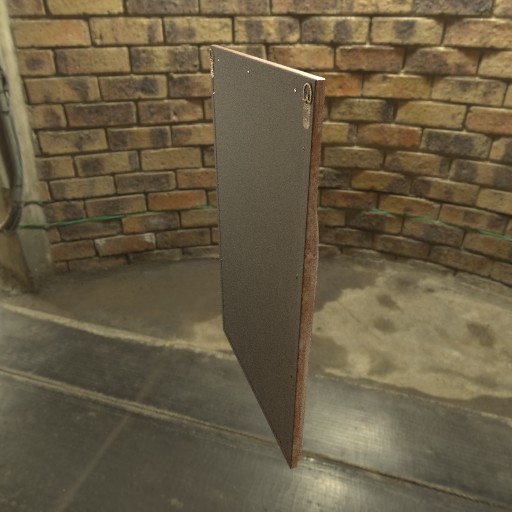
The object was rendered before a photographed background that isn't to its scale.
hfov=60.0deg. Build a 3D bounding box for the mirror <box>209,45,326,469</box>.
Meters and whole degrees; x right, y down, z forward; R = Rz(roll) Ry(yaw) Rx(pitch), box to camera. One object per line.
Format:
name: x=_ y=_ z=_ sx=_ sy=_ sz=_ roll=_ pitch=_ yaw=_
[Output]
mirror: x=0.000 y=0.000 z=0.957 sx=0.058 sy=0.787 sz=0.495 roll=-11 pitch=32 yaw=-18
